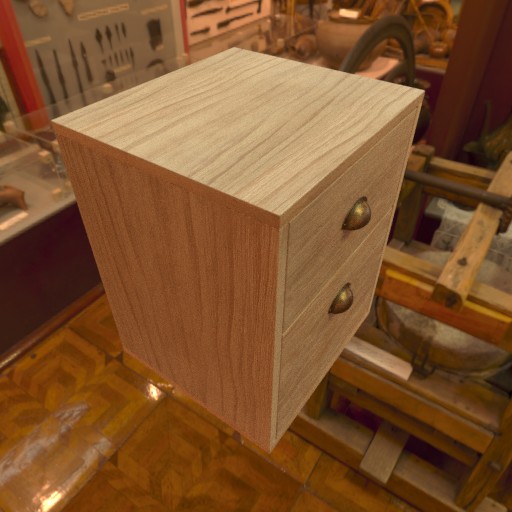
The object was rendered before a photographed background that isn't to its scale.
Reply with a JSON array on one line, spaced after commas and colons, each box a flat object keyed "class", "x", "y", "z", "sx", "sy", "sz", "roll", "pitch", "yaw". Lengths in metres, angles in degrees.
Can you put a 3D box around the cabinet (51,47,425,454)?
[{"class": "cabinet", "x": 0.000, "y": 0.000, "z": 0.835, "sx": 0.401, "sy": 0.579, "sz": 0.409, "roll": 26, "pitch": 47, "yaw": 26}]
